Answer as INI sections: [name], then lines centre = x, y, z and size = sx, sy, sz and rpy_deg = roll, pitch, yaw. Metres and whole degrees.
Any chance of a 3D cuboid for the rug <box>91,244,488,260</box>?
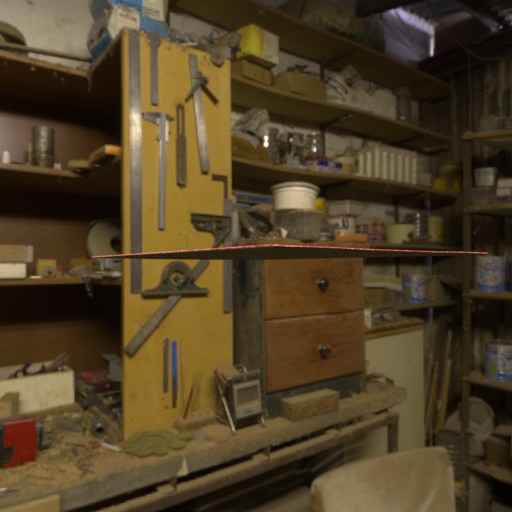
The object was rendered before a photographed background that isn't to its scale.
[rug]
centre = 0.000, 0.000, 2.227
size = 1.139, 0.011, 1.747
rpy_deg = 1, -2, -36
